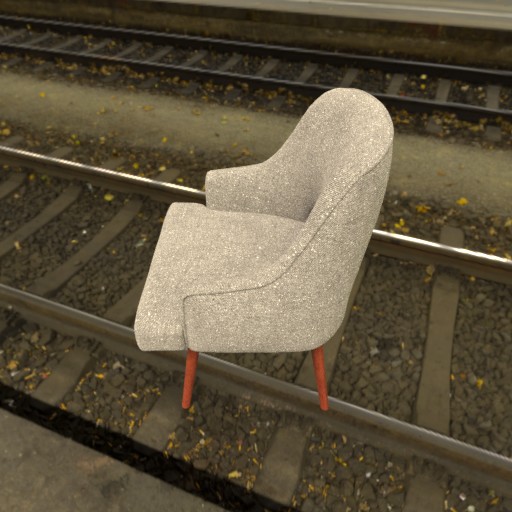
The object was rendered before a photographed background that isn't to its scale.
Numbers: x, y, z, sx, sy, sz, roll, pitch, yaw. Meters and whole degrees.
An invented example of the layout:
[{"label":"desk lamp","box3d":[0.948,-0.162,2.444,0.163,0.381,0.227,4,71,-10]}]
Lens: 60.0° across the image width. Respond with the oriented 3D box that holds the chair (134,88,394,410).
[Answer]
[{"label":"chair","box3d":[0.000,0.000,1.308,0.629,0.875,0.608,1,40,1]}]
